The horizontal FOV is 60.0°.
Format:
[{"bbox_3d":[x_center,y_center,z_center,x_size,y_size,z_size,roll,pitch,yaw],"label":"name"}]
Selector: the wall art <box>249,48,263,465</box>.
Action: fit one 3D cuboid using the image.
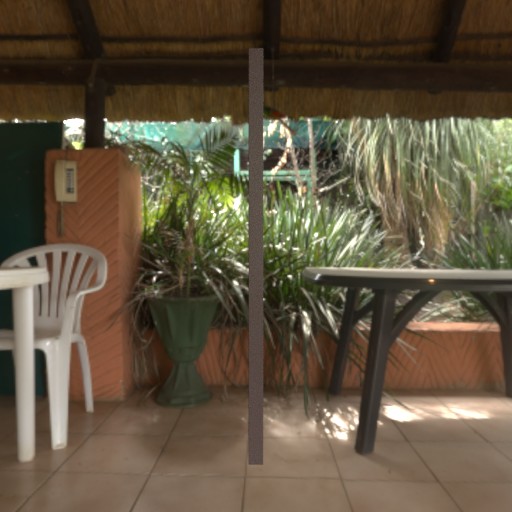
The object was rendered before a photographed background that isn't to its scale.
[{"bbox_3d":[0.000,0.000,1.616,0.034,0.952,1.207,0,0,0],"label":"wall art"}]
